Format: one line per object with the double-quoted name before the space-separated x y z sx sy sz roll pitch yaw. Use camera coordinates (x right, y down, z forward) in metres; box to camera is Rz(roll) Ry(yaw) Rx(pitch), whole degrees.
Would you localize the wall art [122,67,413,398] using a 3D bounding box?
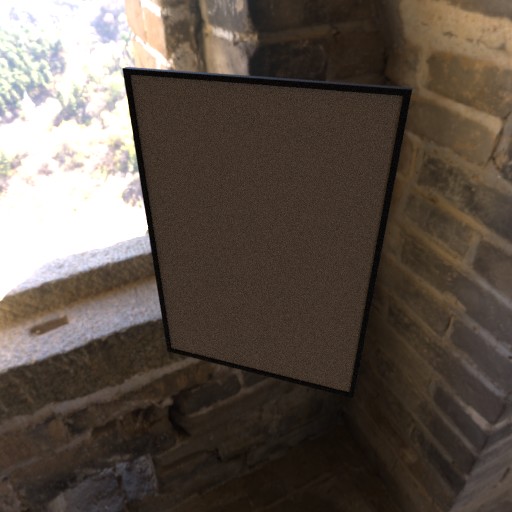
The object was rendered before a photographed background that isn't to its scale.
"wall art" 0.000 0.000 0.863 0.460 0.660 0.013 10 35 15
